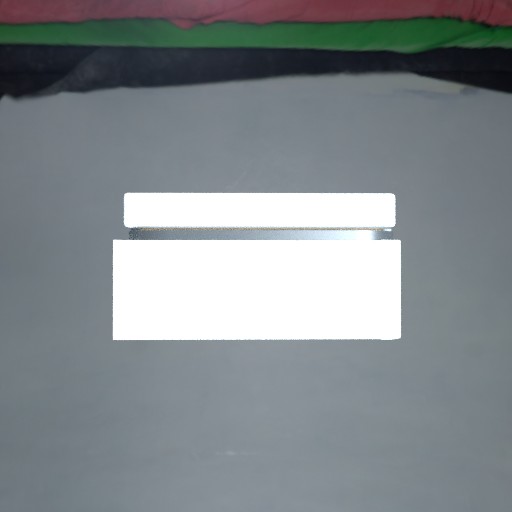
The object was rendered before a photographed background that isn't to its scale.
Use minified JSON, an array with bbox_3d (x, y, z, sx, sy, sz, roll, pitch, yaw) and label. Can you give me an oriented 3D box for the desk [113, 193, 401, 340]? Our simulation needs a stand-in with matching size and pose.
[{"bbox_3d":[0.000,0.000,2.305,0.900,0.526,1.900,0,0,-1],"label":"desk"}]
